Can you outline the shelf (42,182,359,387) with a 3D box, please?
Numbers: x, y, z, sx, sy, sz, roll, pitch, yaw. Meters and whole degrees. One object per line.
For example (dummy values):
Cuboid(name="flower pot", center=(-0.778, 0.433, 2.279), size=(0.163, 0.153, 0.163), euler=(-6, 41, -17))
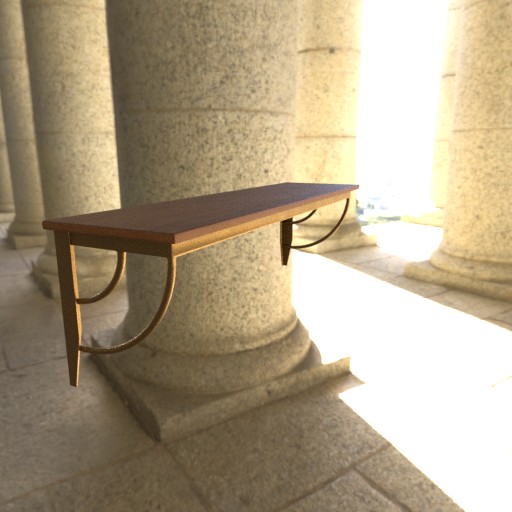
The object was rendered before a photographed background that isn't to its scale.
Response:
Cuboid(name="shelf", center=(0.000, 0.000, 0.711), size=(0.166, 0.190, 0.636), euler=(7, 15, 26))
